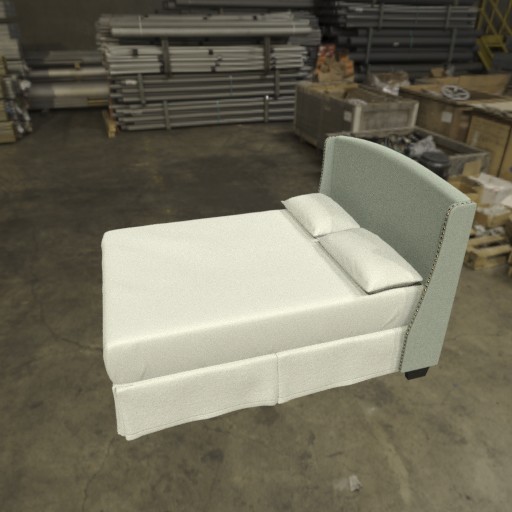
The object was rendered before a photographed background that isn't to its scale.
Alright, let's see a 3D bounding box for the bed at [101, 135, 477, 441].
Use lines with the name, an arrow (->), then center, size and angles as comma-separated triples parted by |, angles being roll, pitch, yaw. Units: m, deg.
bed -> 0.000, 0.000, 3.304 | 2.237, 1.407, 1.710 | -8, 30, -15
